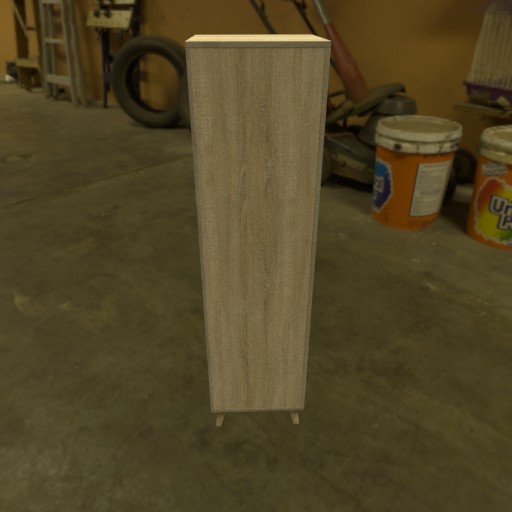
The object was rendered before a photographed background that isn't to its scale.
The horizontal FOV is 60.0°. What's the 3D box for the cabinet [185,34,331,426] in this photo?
[{"bbox_3d":[0.000,0.000,2.215,0.510,1.960,0.450,-1,29,-2],"label":"cabinet"}]
